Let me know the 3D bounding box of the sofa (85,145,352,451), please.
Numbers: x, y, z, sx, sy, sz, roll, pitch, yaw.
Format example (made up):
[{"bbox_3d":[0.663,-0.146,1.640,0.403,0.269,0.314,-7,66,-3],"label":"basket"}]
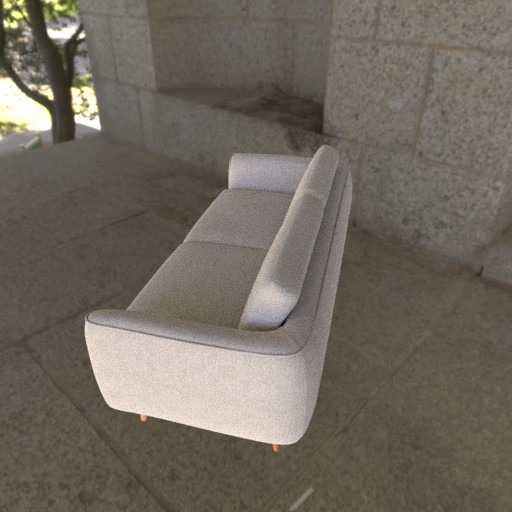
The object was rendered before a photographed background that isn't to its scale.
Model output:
[{"bbox_3d":[0.000,0.000,2.442,0.920,0.850,2.000,8,32,12],"label":"sofa"}]
